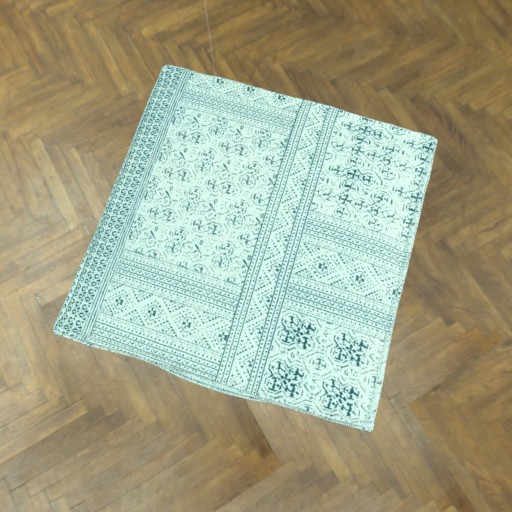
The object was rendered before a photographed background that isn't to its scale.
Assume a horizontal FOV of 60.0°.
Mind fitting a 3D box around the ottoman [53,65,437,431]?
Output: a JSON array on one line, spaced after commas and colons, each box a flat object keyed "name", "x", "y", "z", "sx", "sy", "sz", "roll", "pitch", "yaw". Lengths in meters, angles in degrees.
[{"name": "ottoman", "x": 0.000, "y": 0.000, "z": 1.047, "sx": 0.617, "sy": 0.439, "sz": 0.626, "roll": 16, "pitch": 76, "yaw": 4}]
